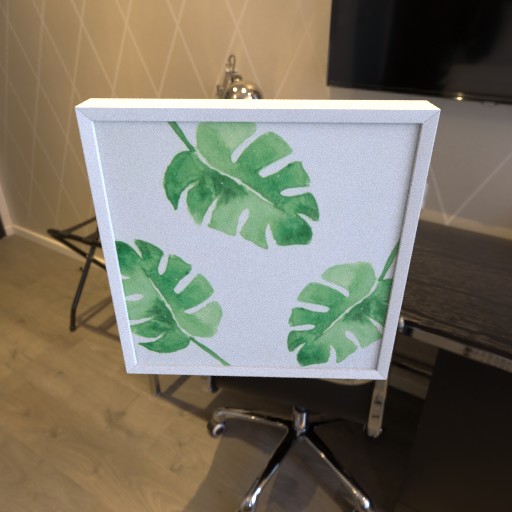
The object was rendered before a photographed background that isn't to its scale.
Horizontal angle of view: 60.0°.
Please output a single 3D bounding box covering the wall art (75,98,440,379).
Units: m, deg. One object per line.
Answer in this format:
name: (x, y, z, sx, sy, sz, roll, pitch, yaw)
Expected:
wall art: (0.000, 0.000, 0.461, 0.305, 0.305, 0.038, 1, 30, 2)
